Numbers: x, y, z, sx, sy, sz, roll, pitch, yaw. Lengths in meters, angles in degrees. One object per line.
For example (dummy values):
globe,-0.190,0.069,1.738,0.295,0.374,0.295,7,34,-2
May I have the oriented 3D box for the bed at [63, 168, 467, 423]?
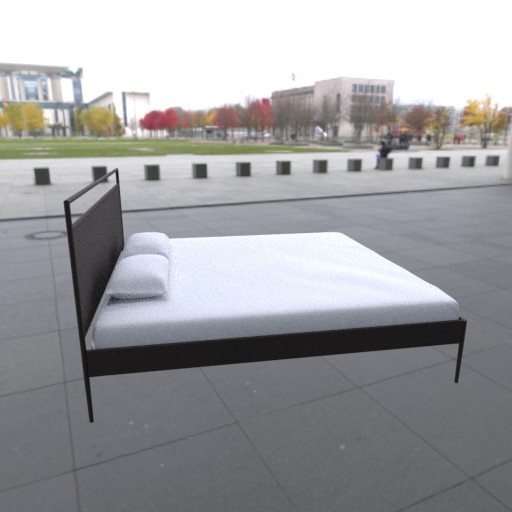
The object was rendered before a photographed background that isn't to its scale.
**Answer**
bed,0.000,0.000,3.298,2.151,1.173,1.993,-3,16,-10
